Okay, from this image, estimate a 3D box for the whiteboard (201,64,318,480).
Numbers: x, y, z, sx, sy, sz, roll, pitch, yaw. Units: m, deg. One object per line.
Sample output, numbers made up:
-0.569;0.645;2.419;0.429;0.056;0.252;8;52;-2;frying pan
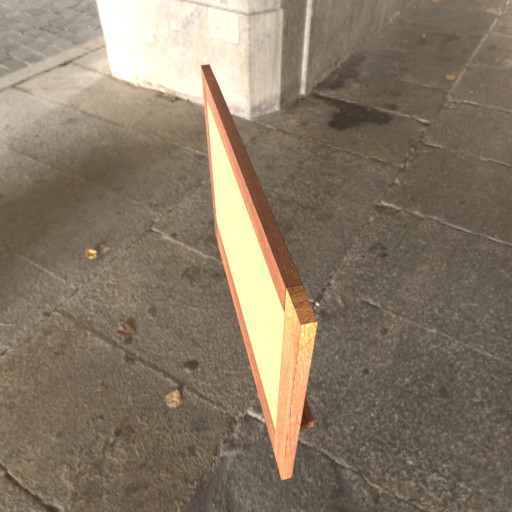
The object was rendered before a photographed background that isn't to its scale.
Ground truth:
0.000;0.000;1.009;0.083;0.559;0.783;-10;47;-10;whiteboard
